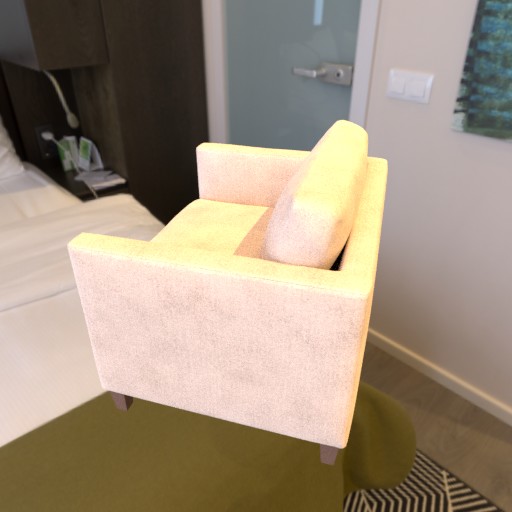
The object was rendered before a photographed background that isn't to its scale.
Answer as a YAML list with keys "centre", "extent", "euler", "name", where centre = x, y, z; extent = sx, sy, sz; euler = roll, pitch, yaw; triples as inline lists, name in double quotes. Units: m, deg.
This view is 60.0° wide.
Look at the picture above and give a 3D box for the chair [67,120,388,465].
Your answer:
- centre: [0.000, 0.000, 1.836]
  extent: [0.959, 0.961, 1.133]
  euler: [9, 32, 14]
  name: "chair"
